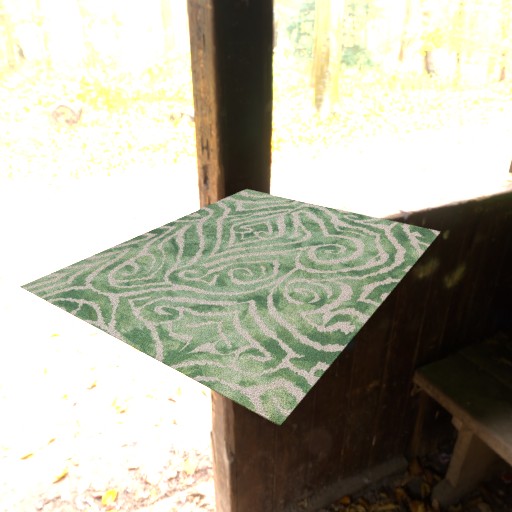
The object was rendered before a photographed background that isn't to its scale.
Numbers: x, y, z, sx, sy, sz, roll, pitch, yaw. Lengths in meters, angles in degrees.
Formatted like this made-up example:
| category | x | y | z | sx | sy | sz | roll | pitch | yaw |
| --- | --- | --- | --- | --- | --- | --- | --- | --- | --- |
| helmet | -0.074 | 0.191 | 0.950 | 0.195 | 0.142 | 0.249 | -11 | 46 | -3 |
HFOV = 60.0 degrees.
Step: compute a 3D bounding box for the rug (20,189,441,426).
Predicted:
| category | x | y | z | sx | sy | sz | roll | pitch | yaw |
| --- | --- | --- | --- | --- | --- | --- | --- | --- | --- |
| rug | 0.000 | 0.000 | 3.996 | 2.436 | 0.007 | 3.045 | 17 | 31 | 31 |
